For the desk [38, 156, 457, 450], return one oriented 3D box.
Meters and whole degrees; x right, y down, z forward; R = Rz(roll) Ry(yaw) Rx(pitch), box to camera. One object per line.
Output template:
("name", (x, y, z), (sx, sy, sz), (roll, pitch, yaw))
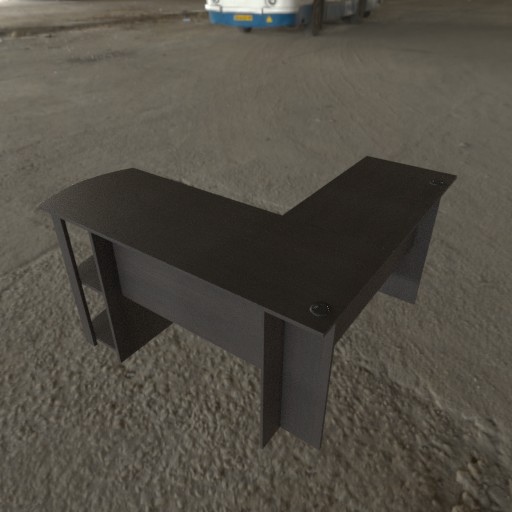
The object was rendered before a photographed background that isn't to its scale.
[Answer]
("desk", (0.000, 0.000, 2.130), (1.361, 0.716, 1.303), (21, 38, 29))
